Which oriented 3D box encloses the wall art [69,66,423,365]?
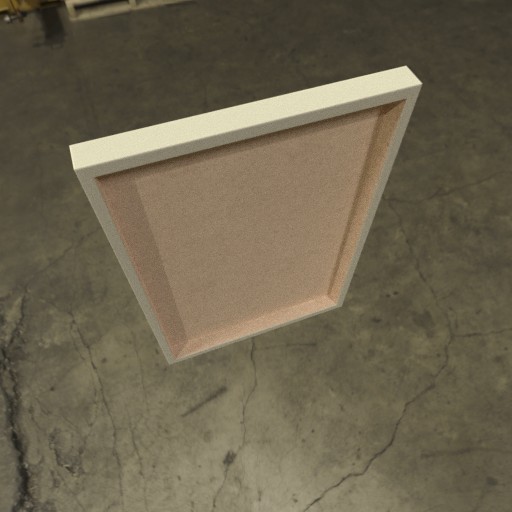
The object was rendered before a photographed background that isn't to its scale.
[{"bbox_3d":[0.000,0.000,0.766,0.418,0.608,0.038,-17,59,-11],"label":"wall art"}]
